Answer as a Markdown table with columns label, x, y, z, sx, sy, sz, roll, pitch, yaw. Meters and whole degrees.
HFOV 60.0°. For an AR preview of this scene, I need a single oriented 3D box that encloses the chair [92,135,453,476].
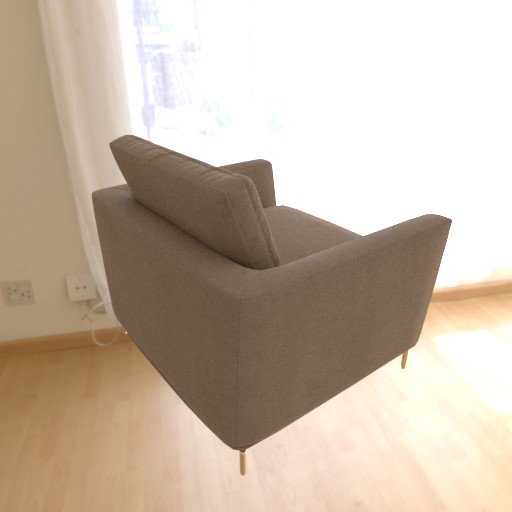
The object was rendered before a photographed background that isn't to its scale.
| label | x | y | z | sx | sy | sz | roll | pitch | yaw |
| --- | --- | --- | --- | --- | --- | --- | --- | --- | --- |
| chair | 0.000 | 0.000 | 1.657 | 0.889 | 0.864 | 1.041 | -19 | 32 | -33 |
